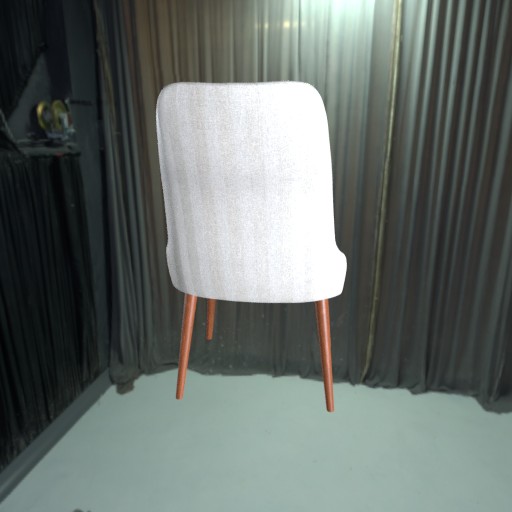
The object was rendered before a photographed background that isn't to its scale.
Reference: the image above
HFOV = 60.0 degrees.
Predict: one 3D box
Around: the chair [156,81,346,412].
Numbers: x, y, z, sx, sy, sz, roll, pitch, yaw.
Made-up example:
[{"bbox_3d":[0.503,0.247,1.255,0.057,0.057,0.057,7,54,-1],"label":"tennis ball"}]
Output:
[{"bbox_3d":[0.000,0.000,1.314,0.526,0.917,0.684,2,17,7],"label":"chair"}]
